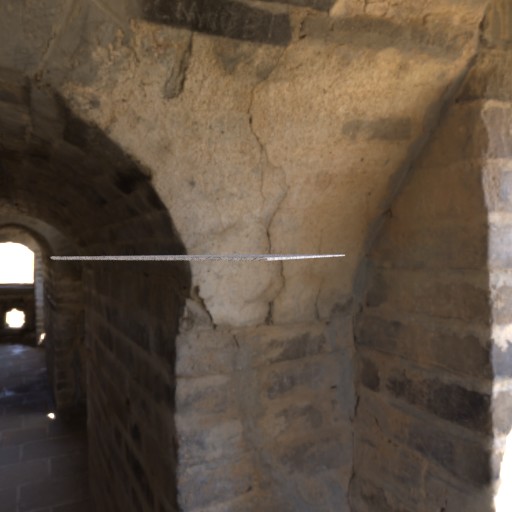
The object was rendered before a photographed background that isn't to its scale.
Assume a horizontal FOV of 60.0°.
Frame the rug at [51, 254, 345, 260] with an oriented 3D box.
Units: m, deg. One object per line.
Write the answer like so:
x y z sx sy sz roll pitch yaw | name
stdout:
0.000 0.000 2.613 0.807 0.013 2.436 0 0 17 | rug
